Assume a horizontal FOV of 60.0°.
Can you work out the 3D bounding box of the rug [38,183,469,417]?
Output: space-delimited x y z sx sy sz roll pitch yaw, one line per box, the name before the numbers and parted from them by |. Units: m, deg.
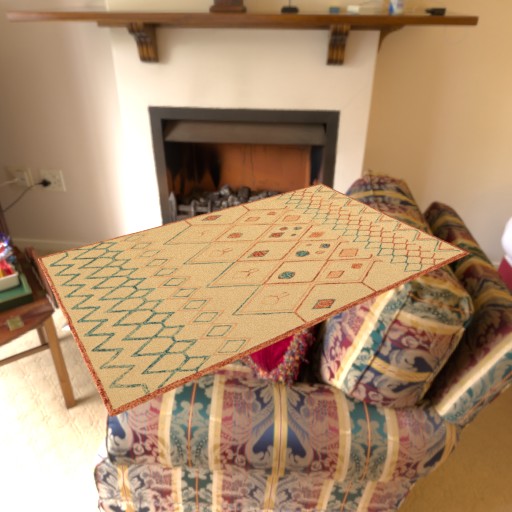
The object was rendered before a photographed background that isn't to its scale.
rug | 0.000 0.000 2.950 2.438 0.015 1.524 -19 35 -28
